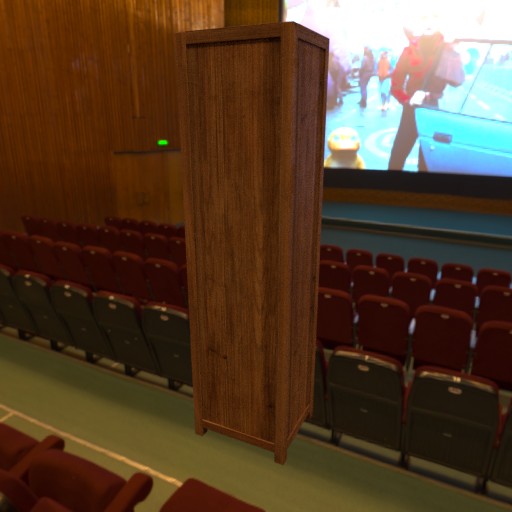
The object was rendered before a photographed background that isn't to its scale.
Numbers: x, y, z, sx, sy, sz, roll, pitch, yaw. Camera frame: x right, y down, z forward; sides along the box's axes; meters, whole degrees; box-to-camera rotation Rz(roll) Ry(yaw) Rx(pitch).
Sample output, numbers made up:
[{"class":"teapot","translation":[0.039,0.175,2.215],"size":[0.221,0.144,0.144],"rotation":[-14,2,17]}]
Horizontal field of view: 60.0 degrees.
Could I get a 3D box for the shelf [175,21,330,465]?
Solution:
[{"class":"shelf","translation":[0.000,0.000,2.109],"size":[0.500,1.900,0.428],"rotation":[8,19,25]}]
